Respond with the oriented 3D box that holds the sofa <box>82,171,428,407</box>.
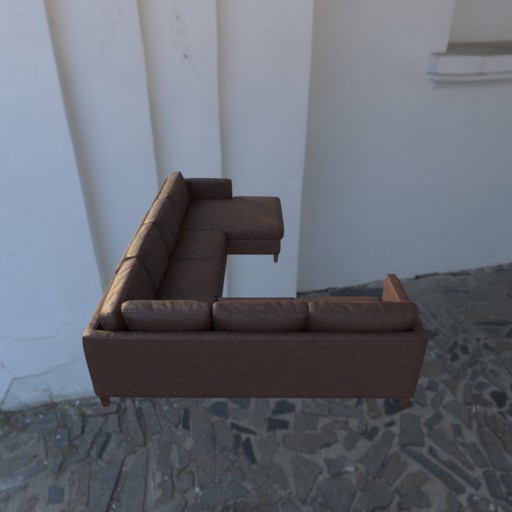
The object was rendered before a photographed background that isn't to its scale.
[{"bbox_3d":[0.000,0.000,4.847,2.593,0.923,3.460,0,29,0],"label":"sofa"}]
